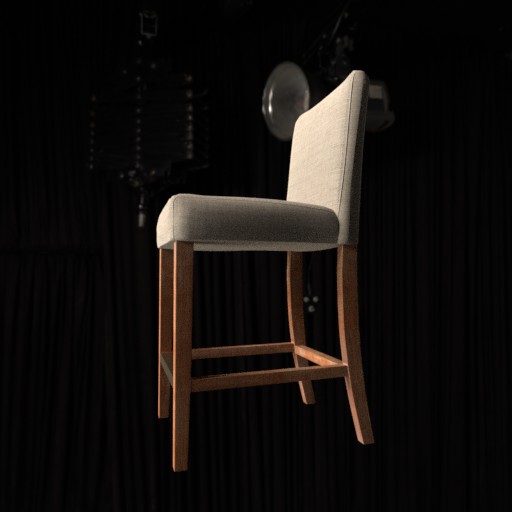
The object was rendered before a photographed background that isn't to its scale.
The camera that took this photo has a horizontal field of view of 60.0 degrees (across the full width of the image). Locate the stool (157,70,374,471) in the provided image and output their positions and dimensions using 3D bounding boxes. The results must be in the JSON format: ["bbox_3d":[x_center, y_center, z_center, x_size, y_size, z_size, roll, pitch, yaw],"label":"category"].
[{"bbox_3d":[0.000,0.000,1.344,0.567,1.039,0.454,1,-2,-17],"label":"stool"}]
